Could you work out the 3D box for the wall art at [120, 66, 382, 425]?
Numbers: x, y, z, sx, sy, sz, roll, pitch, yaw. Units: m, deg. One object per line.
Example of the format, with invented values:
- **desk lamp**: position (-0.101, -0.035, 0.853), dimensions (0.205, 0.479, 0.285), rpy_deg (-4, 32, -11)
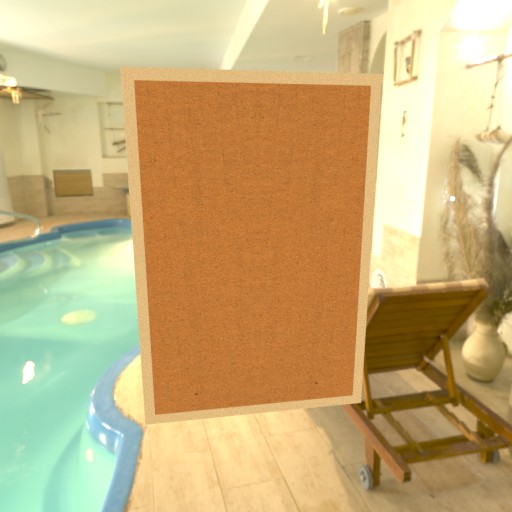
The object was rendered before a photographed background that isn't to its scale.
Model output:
- **wall art**: position (0.000, 0.000, 0.553), dimensions (0.293, 0.428, 0.025), rpy_deg (-2, 14, -10)
